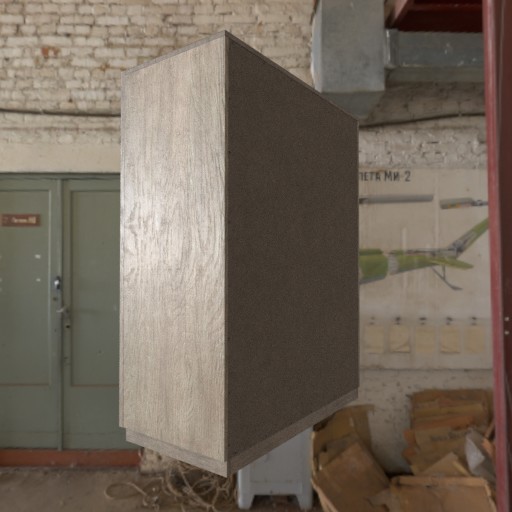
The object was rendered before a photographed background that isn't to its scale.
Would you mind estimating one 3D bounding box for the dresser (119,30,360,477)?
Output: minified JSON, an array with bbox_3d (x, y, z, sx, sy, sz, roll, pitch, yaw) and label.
[{"bbox_3d":[0.000,0.000,1.807,0.483,1.295,0.967,-1,-1,36],"label":"dresser"}]
